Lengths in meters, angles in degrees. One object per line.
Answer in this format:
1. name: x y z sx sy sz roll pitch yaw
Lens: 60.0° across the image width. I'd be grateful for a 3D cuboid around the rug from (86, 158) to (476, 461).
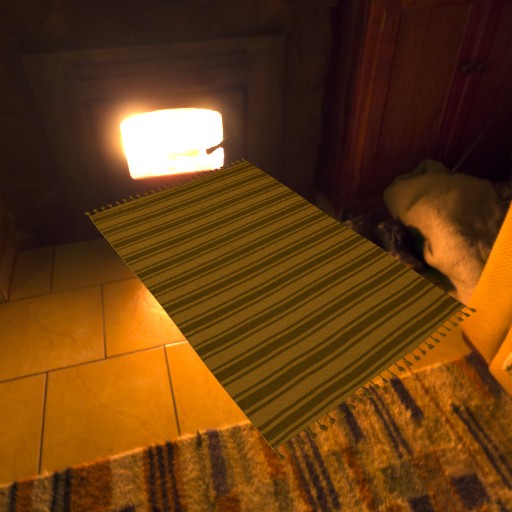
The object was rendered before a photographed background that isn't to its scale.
1. rug: 0.000 0.000 2.333 1.162 0.013 1.875 -25 46 -27
